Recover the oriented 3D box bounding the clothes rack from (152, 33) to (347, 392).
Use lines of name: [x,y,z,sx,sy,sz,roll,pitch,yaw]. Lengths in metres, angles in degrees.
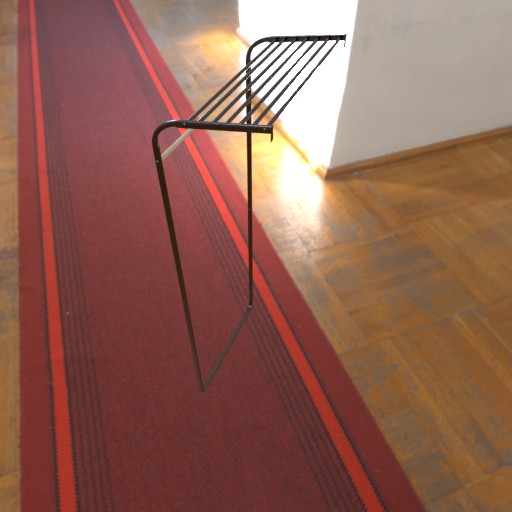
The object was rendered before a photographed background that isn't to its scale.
clothes rack: [0.000,0.000,1.805,0.349,1.574,0.609,18,49,16]
